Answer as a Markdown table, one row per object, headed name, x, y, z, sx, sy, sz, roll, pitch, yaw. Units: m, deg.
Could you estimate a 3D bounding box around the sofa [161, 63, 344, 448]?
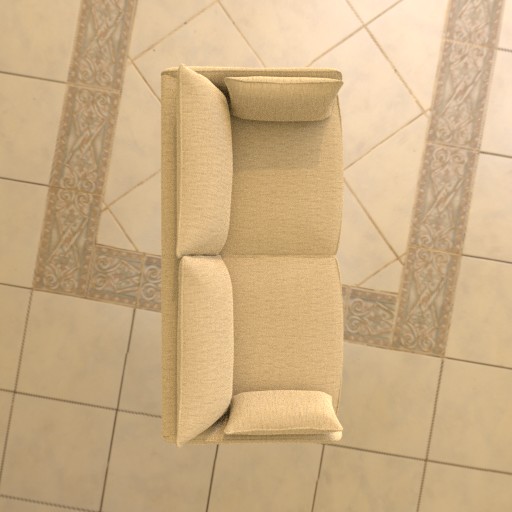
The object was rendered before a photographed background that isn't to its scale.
| name | x | y | z | sx | sy | sz | roll | pitch | yaw |
| --- | --- | --- | --- | --- | --- | --- | --- | --- | --- |
| sofa | 0.000 | 0.000 | 2.481 | 0.991 | 0.860 | 1.989 | 0 | 91 | 0 |
